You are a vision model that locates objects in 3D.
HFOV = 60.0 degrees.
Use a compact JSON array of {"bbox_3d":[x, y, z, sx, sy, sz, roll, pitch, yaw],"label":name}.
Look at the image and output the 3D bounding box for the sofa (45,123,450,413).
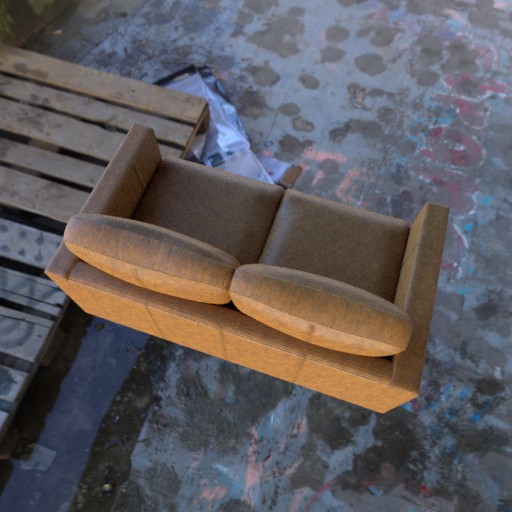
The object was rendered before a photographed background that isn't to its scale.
[{"bbox_3d":[0.000,0.000,2.122,1.578,0.951,0.909,17,65,8],"label":"sofa"}]
